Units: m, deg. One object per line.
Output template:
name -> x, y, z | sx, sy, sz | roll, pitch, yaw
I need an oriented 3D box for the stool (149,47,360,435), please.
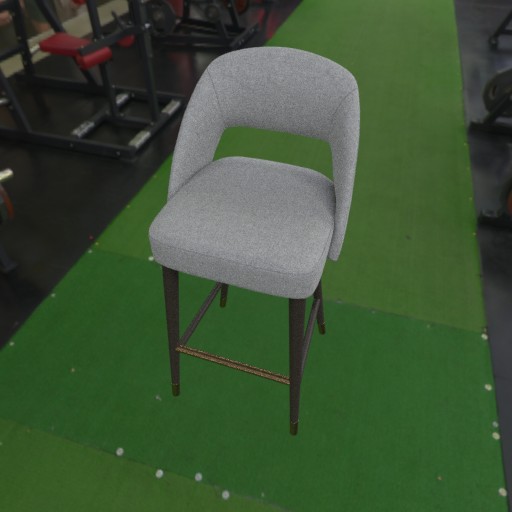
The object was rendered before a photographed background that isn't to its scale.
stool -> 0.000, 0.000, 1.326 | 0.494, 1.037, 0.509 | 13, 45, 14
